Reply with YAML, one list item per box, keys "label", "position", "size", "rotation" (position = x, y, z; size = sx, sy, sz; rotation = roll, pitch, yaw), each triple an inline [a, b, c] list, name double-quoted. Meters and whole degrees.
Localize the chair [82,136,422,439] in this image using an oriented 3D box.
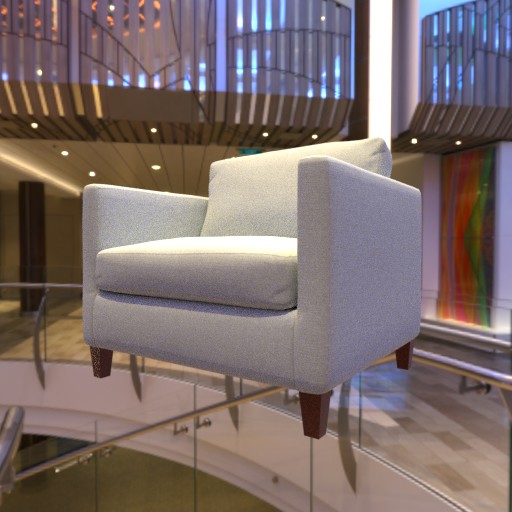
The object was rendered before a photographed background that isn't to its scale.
- label: "chair"
  position: [0.000, 0.000, 1.822]
  size: [1.107, 0.961, 0.953]
  rotation: [1, 2, 35]
